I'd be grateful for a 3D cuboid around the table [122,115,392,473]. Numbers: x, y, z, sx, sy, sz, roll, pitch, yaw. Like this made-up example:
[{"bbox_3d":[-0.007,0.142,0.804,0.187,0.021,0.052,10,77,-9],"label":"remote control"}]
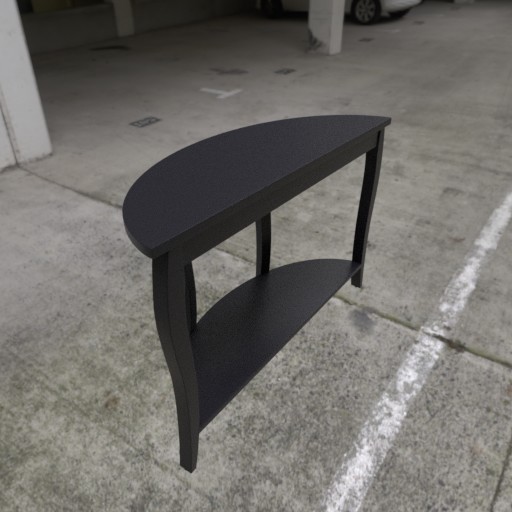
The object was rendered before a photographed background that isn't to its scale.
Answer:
[{"bbox_3d":[0.000,0.000,1.579,0.394,0.780,1.219,21,37,30],"label":"table"}]
